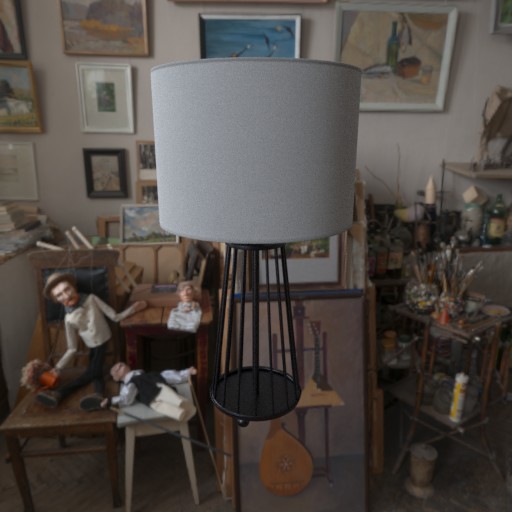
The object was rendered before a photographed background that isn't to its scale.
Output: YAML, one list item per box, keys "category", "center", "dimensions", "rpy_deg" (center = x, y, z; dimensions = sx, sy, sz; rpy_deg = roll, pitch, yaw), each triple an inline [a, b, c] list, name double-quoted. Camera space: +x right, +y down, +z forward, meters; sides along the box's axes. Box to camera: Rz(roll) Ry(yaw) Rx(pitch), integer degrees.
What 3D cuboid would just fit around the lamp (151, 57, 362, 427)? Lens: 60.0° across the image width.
- category: "lamp"
  center: [0.000, 0.000, 0.773]
  dimensions: [0.322, 0.593, 0.322]
  rpy_deg: [-15, 22, -42]
